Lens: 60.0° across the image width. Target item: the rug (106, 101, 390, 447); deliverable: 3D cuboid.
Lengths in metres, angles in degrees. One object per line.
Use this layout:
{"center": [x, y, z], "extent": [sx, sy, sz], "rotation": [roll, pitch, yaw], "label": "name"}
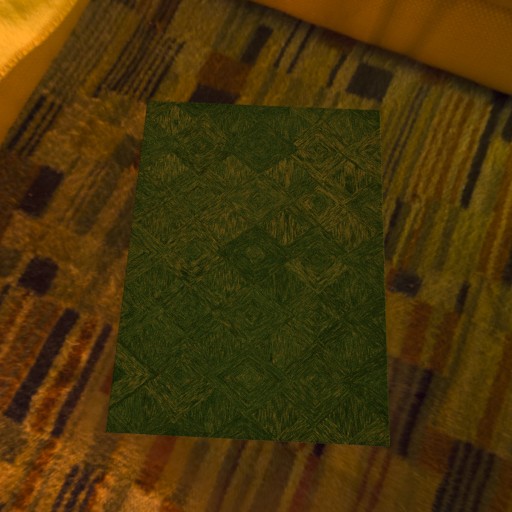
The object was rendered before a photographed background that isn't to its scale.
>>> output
{"center": [0.000, 0.000, 4.164], "extent": [2.405, 0.027, 3.217], "rotation": [3, 75, 1], "label": "rug"}
